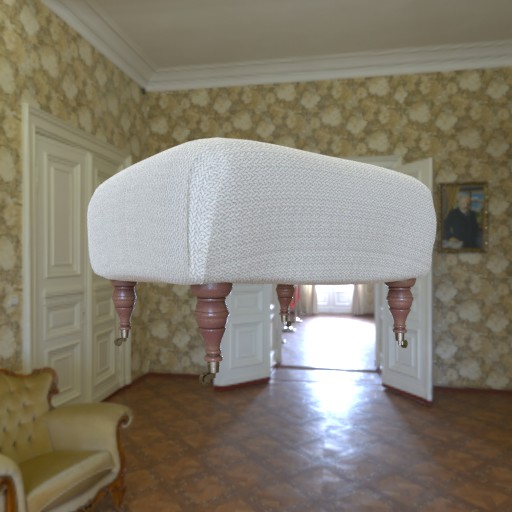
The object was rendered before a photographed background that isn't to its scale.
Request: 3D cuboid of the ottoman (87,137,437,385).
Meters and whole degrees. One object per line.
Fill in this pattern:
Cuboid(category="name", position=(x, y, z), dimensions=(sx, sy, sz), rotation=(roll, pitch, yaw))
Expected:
Cuboid(category="ottoman", position=(0.000, 0.000, 1.096), dimensions=(0.684, 0.447, 0.622), rotation=(1, -1, -36))
